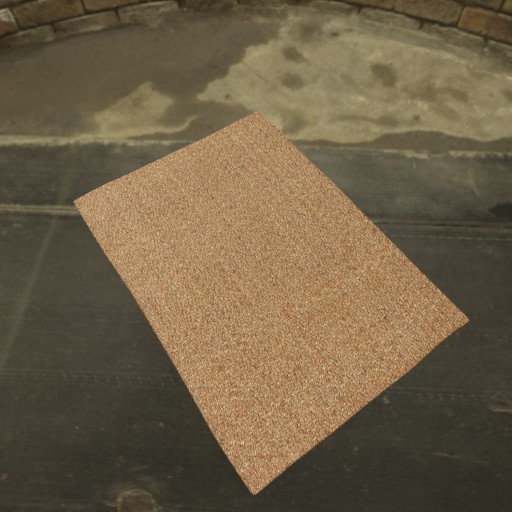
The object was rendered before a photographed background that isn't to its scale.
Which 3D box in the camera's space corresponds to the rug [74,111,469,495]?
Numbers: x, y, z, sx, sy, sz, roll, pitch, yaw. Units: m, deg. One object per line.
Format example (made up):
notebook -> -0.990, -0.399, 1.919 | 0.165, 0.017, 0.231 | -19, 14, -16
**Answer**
rug -> 0.000, 0.000, 2.761 | 1.566, 0.013, 2.141 | -31, 64, -17
